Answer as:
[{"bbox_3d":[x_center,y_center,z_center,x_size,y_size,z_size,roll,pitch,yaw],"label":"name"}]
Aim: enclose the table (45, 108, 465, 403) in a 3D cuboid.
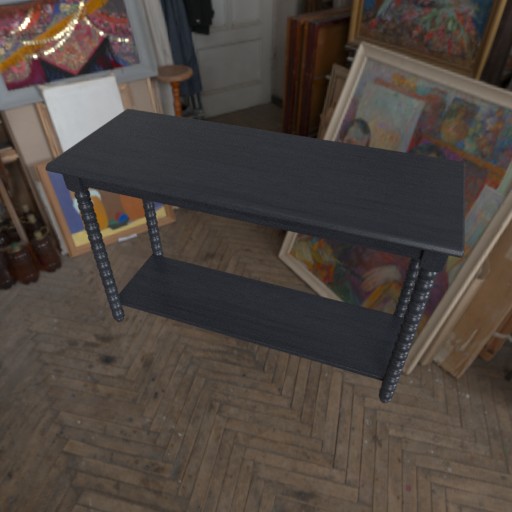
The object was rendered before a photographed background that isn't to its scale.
[{"bbox_3d":[0.000,0.000,1.567,1.184,0.735,0.459,13,43,15],"label":"table"}]
